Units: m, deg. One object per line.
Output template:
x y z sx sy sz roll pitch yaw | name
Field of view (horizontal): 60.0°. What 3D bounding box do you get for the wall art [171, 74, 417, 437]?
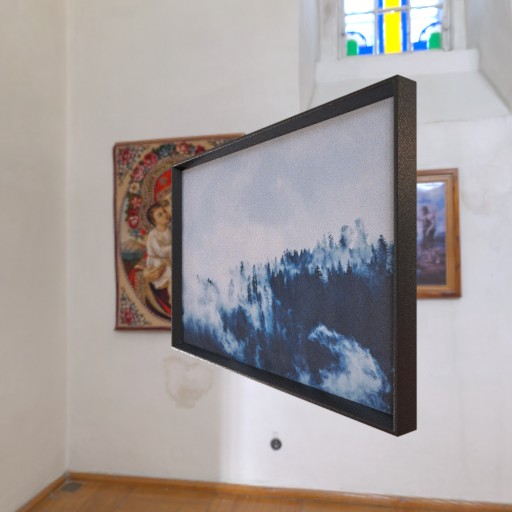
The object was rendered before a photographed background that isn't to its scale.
0.000 0.000 1.179 0.058 0.640 0.939 0 0 -35 | wall art
